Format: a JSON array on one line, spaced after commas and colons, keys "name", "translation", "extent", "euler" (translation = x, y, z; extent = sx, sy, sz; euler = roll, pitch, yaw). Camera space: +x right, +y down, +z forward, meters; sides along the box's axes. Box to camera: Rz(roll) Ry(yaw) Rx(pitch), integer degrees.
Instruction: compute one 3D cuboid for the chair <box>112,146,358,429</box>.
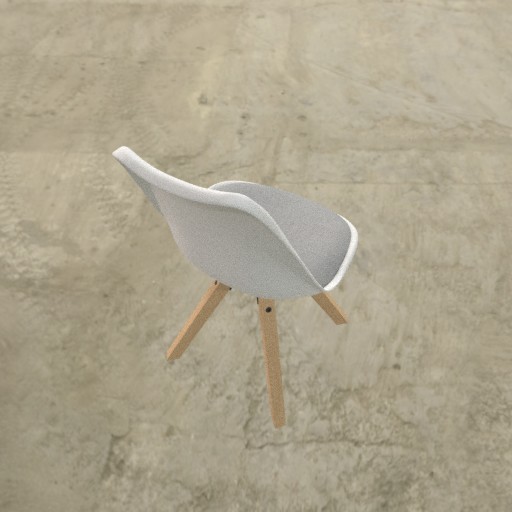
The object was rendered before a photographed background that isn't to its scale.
[{"name": "chair", "translation": [0.000, 0.000, 1.192], "extent": [0.485, 0.850, 0.550], "euler": [25, 51, 22]}]
